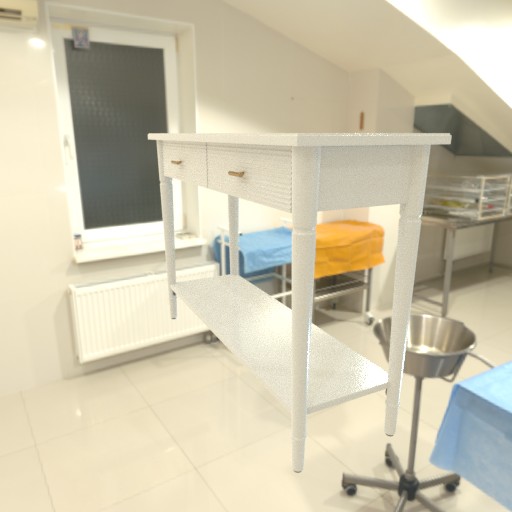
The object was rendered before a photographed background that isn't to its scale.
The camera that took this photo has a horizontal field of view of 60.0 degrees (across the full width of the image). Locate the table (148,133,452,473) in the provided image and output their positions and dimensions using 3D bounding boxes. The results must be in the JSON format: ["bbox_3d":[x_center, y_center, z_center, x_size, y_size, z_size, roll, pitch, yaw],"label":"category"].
[{"bbox_3d":[0.000,0.000,1.405,0.381,0.749,1.067,-8,17,-26],"label":"table"}]
